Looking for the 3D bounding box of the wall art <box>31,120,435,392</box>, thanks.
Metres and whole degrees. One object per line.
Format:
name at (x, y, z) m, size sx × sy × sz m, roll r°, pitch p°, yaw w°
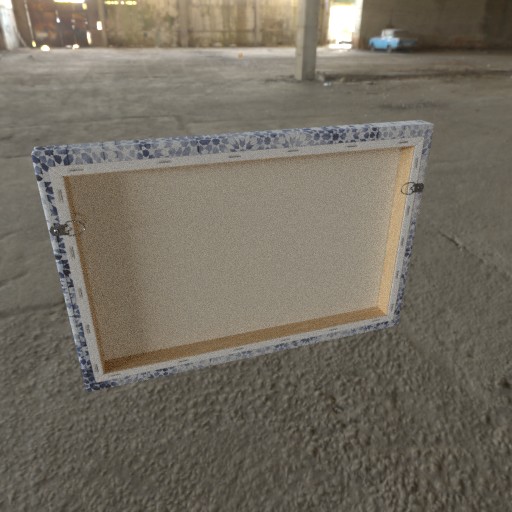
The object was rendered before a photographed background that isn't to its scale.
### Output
wall art at (0.000, 0.000, 1.122) m, size 0.911 × 0.608 × 0.057 m, roll -9°, pitch 29°, yaw -16°
